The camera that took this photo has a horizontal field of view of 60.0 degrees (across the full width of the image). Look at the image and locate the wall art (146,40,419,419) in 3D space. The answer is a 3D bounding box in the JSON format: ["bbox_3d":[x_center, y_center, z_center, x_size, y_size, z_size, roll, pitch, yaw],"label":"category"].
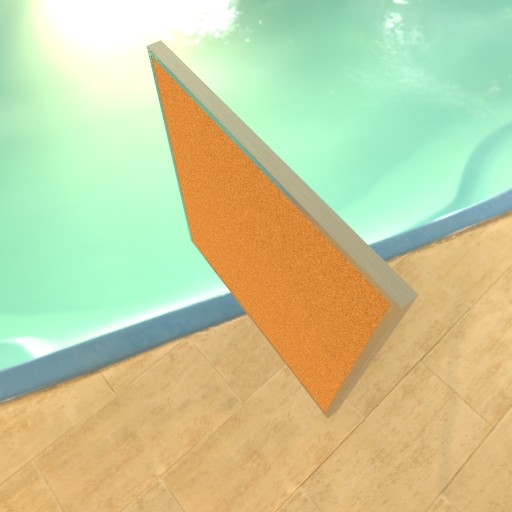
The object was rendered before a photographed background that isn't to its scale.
[{"bbox_3d":[0.000,0.000,1.192,0.038,0.806,0.806,-31,64,-18],"label":"wall art"}]
